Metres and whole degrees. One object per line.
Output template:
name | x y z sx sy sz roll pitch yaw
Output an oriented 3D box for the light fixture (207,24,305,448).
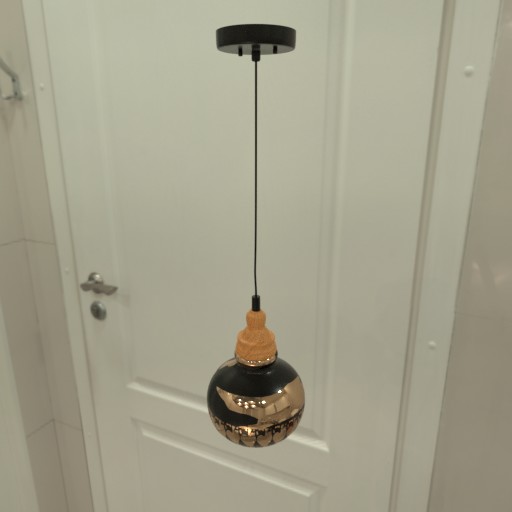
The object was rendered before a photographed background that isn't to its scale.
light fixture | 0.000 0.000 1.756 0.430 1.606 0.430 8 19 25
